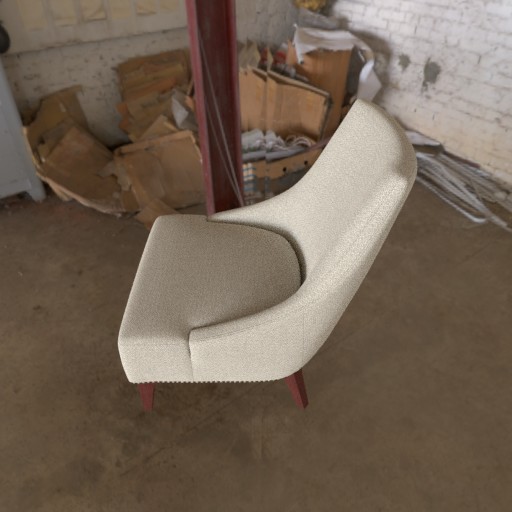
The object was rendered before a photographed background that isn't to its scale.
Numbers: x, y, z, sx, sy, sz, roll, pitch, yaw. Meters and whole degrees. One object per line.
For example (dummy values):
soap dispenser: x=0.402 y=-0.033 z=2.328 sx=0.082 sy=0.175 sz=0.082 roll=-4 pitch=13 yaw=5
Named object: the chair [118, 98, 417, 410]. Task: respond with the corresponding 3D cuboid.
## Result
chair: x=0.000 y=0.000 z=1.530 sx=0.861 sy=0.909 sz=0.701 roll=0 pitch=39 yaw=0
